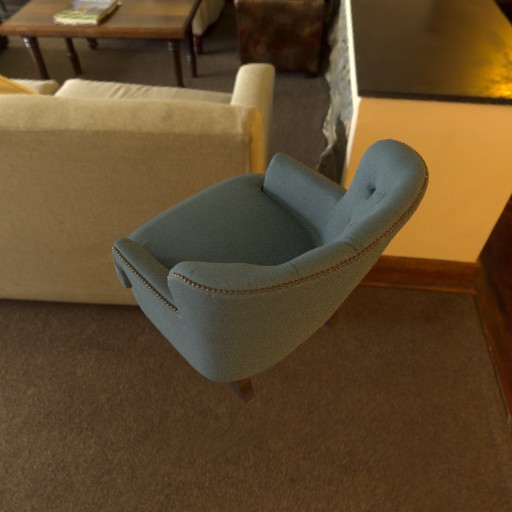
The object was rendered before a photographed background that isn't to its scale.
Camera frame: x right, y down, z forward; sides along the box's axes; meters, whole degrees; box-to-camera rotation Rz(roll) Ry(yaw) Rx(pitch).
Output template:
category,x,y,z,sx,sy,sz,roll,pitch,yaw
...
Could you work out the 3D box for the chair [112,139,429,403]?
category,x,y,z,sx,sy,sz,roll,pitch,yaw
chair,0.000,0.000,1.583,0.848,0.868,0.906,-34,55,-28
